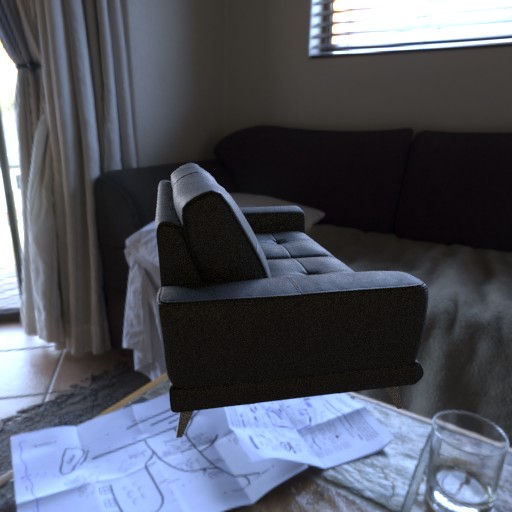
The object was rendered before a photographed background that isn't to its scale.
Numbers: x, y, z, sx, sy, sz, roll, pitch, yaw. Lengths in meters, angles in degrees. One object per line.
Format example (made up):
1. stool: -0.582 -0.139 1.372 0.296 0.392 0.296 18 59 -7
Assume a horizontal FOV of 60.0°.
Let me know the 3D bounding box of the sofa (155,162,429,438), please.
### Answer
1. sofa: 0.000 0.000 2.399 1.018 0.907 1.806 -3 17 -11
